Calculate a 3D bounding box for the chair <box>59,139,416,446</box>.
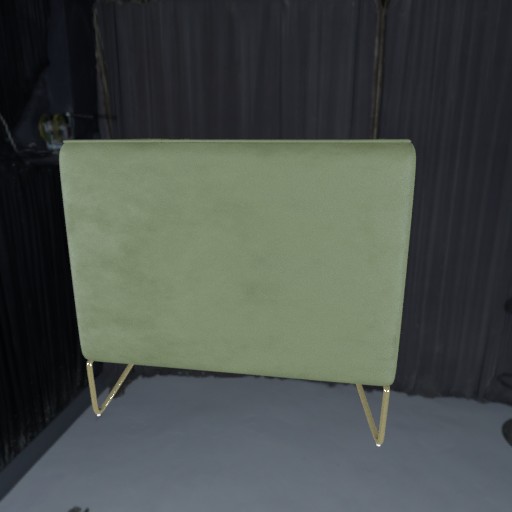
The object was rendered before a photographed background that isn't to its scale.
[{"bbox_3d":[0.000,0.000,1.538,0.880,0.790,0.894,2,15,9],"label":"chair"}]
